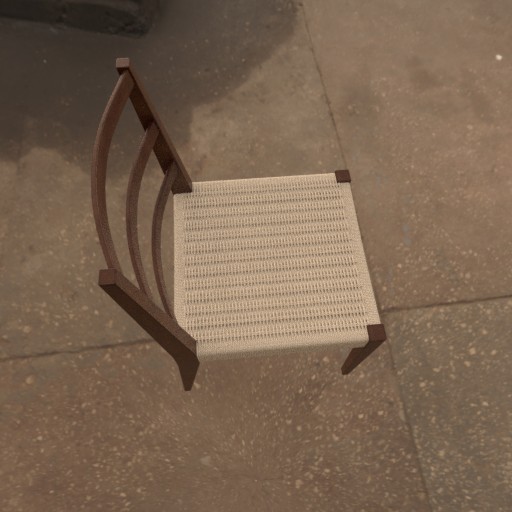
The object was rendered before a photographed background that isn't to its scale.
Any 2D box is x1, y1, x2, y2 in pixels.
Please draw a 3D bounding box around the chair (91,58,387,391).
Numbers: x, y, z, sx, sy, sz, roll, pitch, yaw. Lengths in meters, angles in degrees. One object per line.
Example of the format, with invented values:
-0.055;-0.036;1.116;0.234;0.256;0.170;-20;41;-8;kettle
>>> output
0.000;0.000;1.100;0.551;0.813;0.480;-4;63;-2;chair
